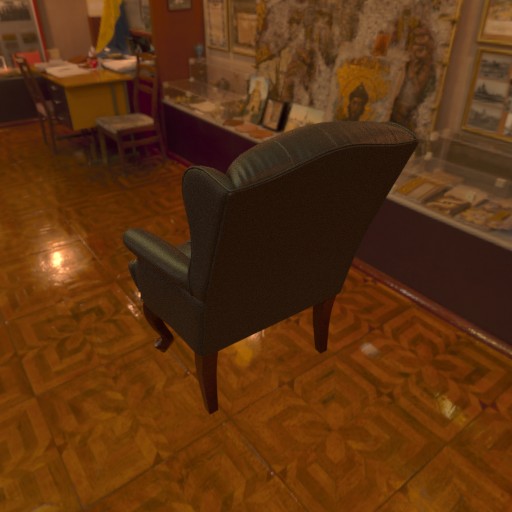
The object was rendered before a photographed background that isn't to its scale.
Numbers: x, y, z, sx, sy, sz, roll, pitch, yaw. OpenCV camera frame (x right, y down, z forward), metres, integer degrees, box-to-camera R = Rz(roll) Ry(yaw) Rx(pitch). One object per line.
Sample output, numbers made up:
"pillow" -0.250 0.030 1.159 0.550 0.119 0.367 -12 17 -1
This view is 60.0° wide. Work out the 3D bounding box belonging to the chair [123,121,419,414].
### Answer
"chair" 0.000 0.000 1.661 0.838 1.111 0.762 -20 38 -29
